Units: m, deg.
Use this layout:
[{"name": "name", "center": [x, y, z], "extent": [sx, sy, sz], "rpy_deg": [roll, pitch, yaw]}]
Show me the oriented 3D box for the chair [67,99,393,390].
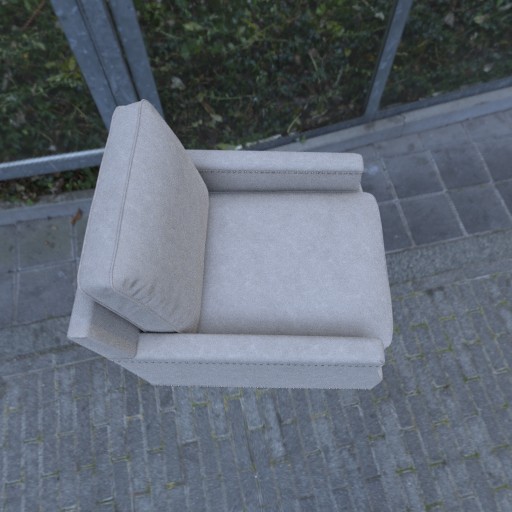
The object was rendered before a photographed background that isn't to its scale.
[{"name": "chair", "center": [0.000, 0.000, 1.671], "extent": [1.014, 0.943, 0.853], "rpy_deg": [1, 64, 0]}]
